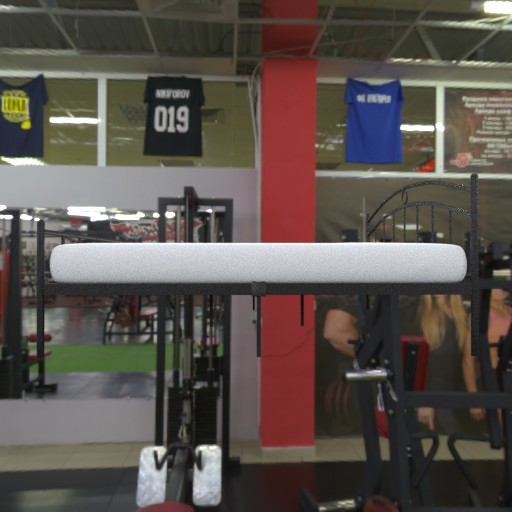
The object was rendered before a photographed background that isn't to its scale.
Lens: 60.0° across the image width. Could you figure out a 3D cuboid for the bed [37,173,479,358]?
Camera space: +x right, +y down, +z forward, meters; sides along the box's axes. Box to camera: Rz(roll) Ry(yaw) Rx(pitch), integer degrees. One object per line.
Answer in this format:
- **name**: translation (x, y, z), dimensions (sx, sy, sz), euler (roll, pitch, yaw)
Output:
- **bed**: translation (0.000, 0.000, 2.974), dimensions (2.040, 0.940, 1.880), euler (0, 0, -1)
